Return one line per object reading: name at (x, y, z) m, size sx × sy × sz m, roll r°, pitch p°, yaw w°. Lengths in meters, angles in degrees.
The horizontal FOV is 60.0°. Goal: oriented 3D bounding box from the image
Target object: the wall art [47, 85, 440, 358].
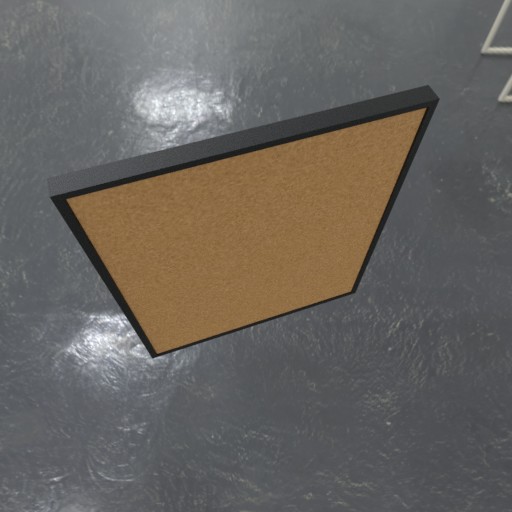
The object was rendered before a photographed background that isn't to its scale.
wall art at (0.000, 0.000, 0.524) m, size 0.330 × 0.381 × 0.019 m, roll -16°, pitch 61°, yaw -10°
